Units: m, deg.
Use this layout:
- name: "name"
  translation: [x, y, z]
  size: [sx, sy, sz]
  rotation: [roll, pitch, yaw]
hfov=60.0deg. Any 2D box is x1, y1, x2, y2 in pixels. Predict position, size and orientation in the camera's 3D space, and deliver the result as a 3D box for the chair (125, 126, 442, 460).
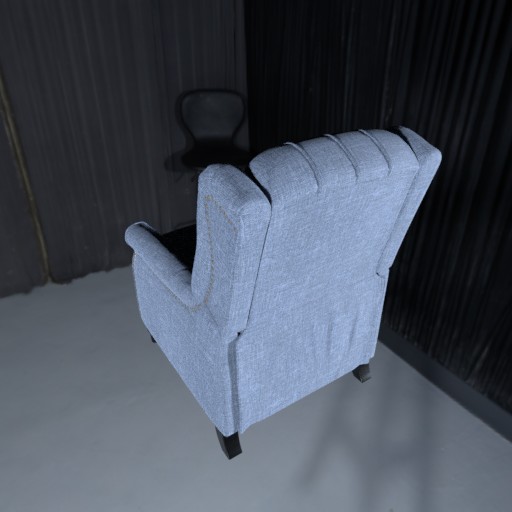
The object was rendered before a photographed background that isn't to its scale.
- name: "chair"
  translation: [0.000, 0.000, 1.611]
  size: [0.742, 1.035, 0.898]
  rotation: [-19, 35, -28]
